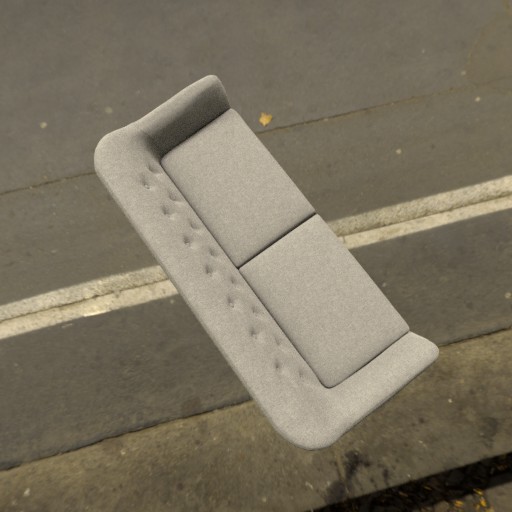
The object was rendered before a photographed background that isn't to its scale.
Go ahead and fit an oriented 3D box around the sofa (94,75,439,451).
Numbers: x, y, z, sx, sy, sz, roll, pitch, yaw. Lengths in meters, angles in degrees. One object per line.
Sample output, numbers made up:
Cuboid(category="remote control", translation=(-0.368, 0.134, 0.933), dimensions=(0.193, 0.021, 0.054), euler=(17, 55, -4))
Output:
Cuboid(category="sofa", translation=(0.000, 0.000, 2.285), dimensions=(0.820, 0.820, 1.840), euler=(-36, 79, -8))
